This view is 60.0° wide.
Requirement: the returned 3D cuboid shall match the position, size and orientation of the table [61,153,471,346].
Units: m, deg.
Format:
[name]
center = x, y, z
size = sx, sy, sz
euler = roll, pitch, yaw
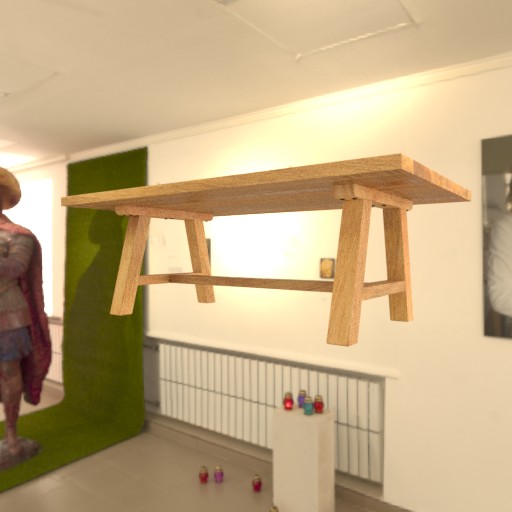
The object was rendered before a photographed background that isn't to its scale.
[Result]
[table]
center = 0.000, 0.000, 1.642
size = 1.320, 0.455, 0.760
euler = 0, 1, 36
